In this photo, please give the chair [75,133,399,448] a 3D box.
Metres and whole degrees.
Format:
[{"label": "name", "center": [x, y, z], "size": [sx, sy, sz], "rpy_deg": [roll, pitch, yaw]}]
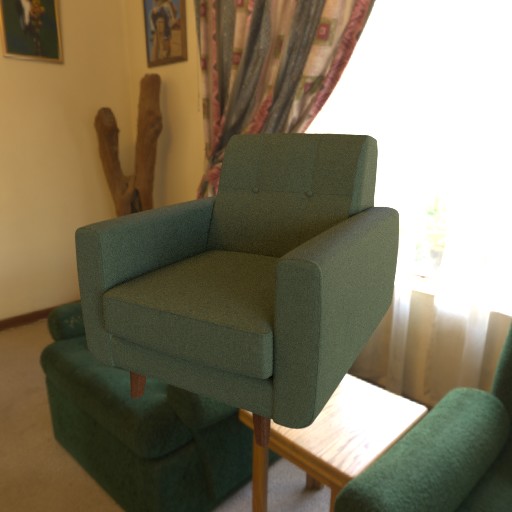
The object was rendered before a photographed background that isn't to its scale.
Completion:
[{"label": "chair", "center": [0.000, 0.000, 1.569], "size": [0.831, 0.841, 0.909], "rpy_deg": [8, 18, 28]}]
